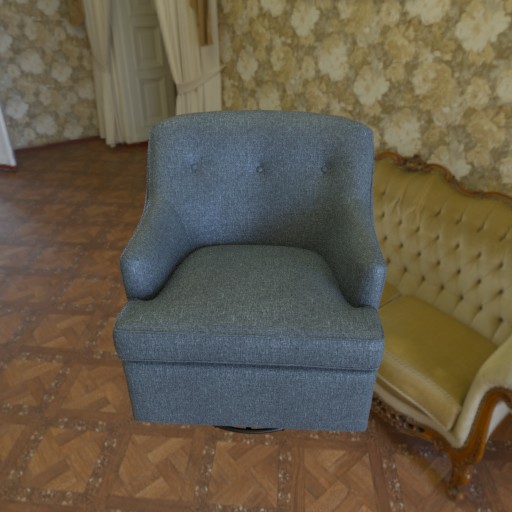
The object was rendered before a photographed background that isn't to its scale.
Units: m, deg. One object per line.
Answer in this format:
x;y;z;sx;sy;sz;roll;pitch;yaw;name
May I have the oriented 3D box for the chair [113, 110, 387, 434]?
0.000;0.000;1.606;0.864;0.856;0.923;2;30;3;chair
